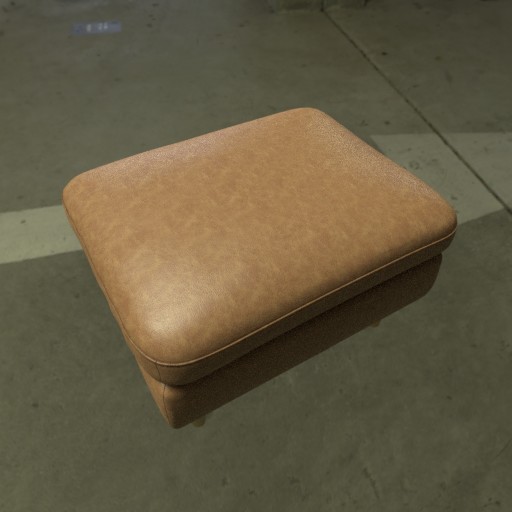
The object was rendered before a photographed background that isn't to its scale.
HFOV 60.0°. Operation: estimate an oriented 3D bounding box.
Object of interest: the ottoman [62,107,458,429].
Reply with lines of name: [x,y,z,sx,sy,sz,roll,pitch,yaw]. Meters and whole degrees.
ottoman: [0.000,0.000,1.113,0.747,0.478,0.593,-24,51,-21]
